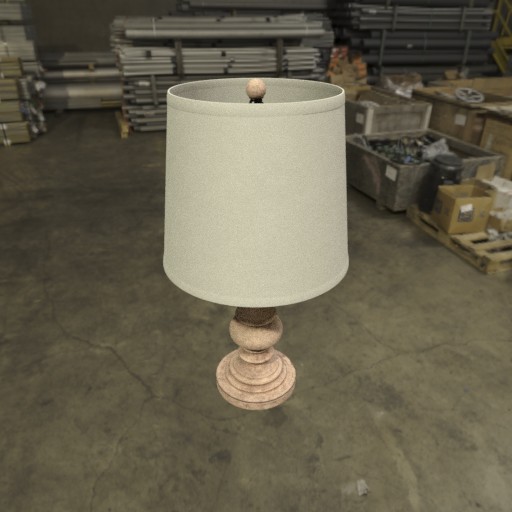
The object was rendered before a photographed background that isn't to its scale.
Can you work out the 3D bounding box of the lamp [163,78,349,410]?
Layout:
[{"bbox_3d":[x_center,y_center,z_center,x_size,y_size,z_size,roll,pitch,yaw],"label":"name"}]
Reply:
[{"bbox_3d":[0.000,0.000,0.664,0.273,0.497,0.273,0,28,0],"label":"lamp"}]
